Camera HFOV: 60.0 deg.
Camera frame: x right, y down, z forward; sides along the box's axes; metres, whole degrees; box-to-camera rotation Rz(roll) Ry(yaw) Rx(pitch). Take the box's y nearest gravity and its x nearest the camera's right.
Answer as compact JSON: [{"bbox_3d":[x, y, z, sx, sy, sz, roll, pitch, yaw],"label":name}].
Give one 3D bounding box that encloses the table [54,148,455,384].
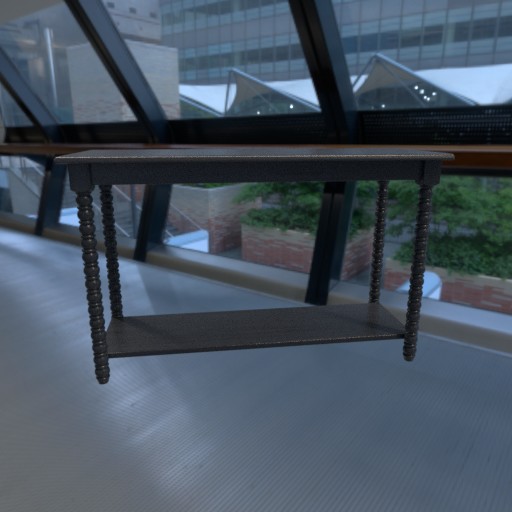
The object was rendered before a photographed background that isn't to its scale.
[{"bbox_3d":[0.000,0.000,1.602,1.184,0.735,0.459,-2,16,-8],"label":"table"}]
